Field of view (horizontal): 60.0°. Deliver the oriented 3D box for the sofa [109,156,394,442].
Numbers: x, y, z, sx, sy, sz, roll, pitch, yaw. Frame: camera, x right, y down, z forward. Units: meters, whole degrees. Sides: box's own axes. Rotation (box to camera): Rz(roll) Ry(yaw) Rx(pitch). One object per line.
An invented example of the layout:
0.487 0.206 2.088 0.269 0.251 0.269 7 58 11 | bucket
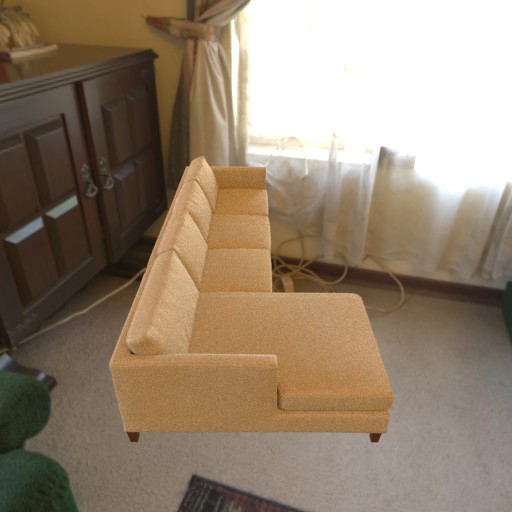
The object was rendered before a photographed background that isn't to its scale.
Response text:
0.000 0.000 3.895 1.625 0.846 3.186 0 31 0 | sofa
